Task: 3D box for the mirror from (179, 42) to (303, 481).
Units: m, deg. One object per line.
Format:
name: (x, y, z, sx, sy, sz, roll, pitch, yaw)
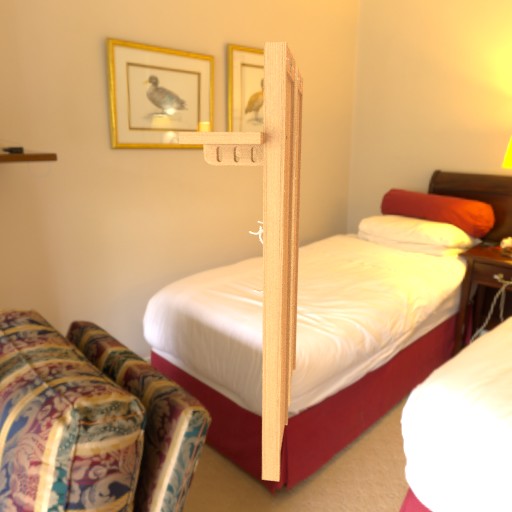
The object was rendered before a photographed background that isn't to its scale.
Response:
mirror: (0.000, 0.000, 1.567, 0.260, 1.250, 0.800, 2, 15, 9)
